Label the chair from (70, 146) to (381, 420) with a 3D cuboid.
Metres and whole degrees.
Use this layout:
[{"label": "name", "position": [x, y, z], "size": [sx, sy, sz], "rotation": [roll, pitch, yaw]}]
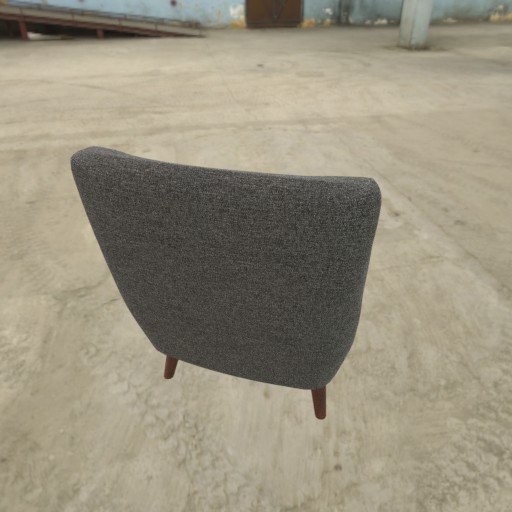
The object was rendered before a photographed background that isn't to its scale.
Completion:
[{"label": "chair", "position": [0.000, 0.000, 1.747], "size": [0.889, 1.039, 0.940], "rotation": [10, 33, 15]}]
